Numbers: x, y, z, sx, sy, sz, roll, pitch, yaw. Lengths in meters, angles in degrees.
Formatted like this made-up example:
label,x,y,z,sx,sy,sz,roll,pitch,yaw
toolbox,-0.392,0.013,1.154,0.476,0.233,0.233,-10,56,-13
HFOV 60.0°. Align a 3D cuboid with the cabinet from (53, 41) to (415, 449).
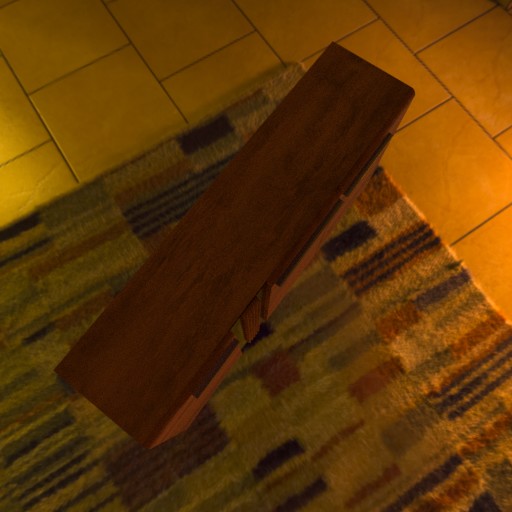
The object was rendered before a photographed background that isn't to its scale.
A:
label,x,y,z,sx,sy,sz,roll,pitch,yaw
cabinet,0.000,0.000,1.990,0.420,0.900,1.600,35,76,10
